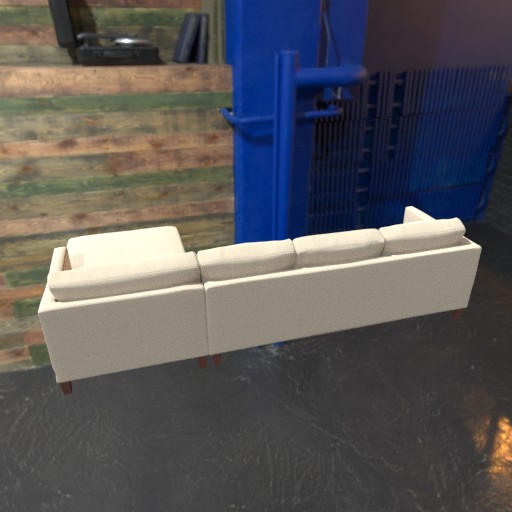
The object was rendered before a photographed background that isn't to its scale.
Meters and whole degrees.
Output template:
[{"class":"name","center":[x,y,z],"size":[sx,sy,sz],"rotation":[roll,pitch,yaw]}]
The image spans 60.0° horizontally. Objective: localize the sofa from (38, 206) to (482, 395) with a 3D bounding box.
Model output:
[{"class":"sofa","center":[0.000,0.000,3.818],"size":[3.186,0.861,1.625],"rotation":[-8,29,-14]}]
